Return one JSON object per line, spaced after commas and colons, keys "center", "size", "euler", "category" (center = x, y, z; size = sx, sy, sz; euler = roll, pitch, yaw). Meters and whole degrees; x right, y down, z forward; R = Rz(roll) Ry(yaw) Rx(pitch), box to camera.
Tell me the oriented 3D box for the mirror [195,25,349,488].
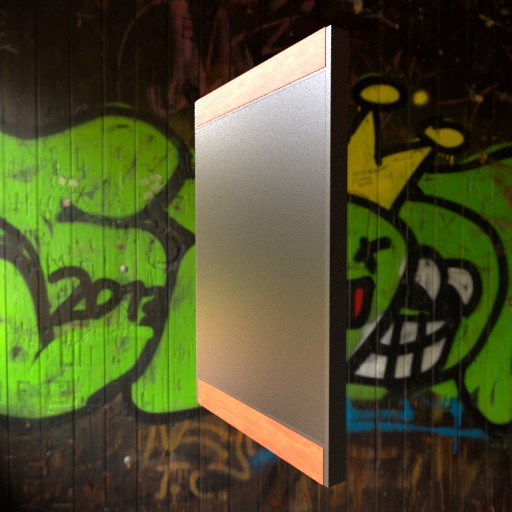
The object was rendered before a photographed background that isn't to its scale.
{"center": [0.000, 0.000, 1.015], "size": [0.047, 0.823, 0.525], "euler": [-1, 2, -34], "category": "mirror"}
